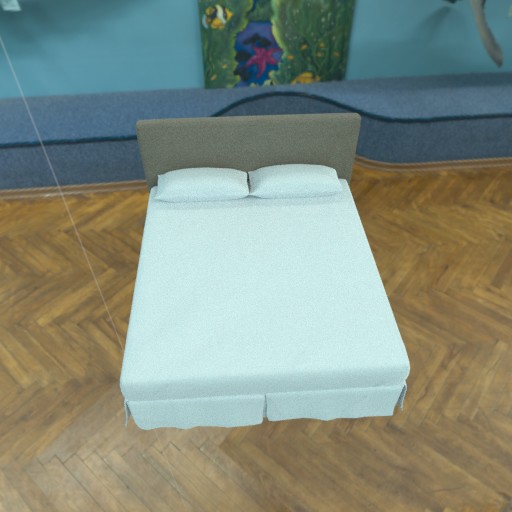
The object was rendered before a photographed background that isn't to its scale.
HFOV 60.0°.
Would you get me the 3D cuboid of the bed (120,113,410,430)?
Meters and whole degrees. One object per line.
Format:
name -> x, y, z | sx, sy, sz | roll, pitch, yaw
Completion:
bed -> 0.000, 0.000, 3.690 | 2.119, 1.317, 2.341 | -3, 46, -3
